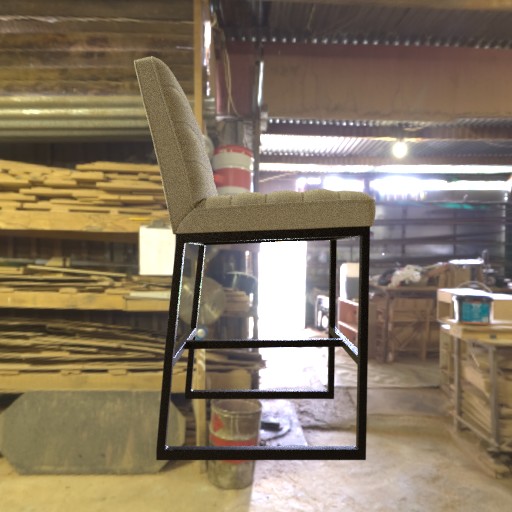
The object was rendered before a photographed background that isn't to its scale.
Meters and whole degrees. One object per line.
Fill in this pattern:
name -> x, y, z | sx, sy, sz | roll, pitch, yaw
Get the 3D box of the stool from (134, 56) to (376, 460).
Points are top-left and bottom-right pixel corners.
stool -> 0.000, 0.000, 1.237 | 0.560, 0.940, 0.460 | 0, 1, 0
